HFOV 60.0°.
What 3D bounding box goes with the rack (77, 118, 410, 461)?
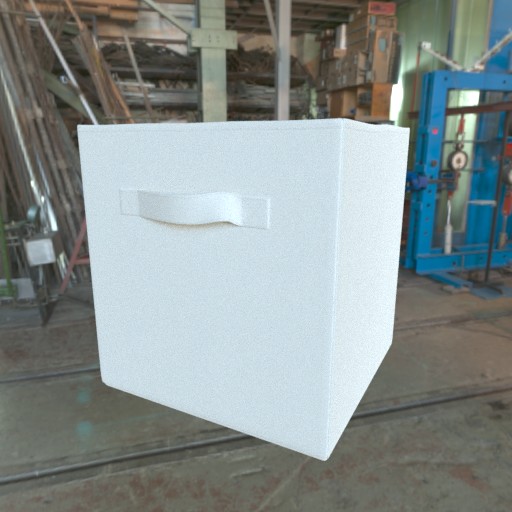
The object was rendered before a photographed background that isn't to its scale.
[{"bbox_3d":[0.000,0.000,0.498,0.270,0.280,0.270,8,16,27],"label":"rack"}]
